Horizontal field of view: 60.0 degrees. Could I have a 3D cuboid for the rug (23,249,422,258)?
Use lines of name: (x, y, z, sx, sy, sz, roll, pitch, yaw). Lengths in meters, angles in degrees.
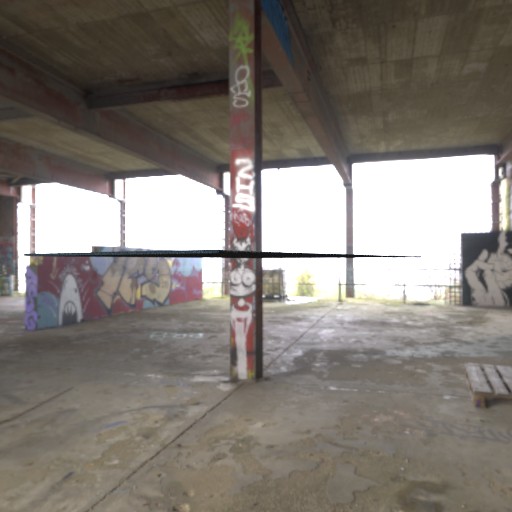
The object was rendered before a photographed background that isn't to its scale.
rug: (0.000, 0.000, 3.059, 1.530, 0.015, 2.449, -1, -1, 37)
